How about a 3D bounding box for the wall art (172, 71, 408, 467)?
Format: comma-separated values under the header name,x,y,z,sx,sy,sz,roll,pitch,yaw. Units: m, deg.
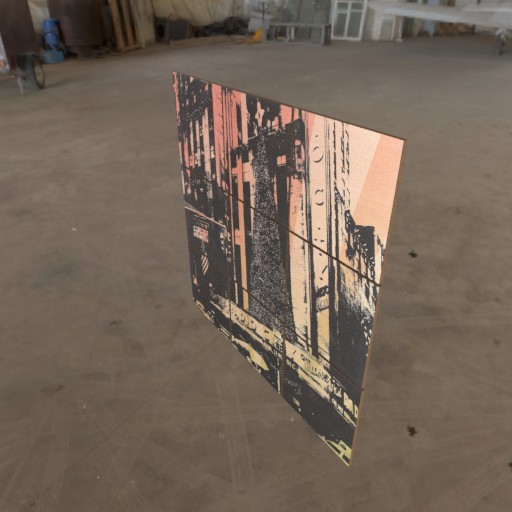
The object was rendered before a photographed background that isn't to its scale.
name,x,y,z,sx,sy,sz,roll,pitch,yaw
wall art,0.000,0.000,1.755,0.013,1.216,1.216,-20,36,-29
